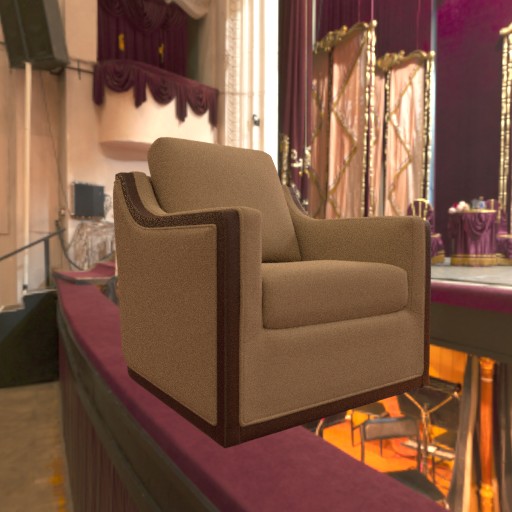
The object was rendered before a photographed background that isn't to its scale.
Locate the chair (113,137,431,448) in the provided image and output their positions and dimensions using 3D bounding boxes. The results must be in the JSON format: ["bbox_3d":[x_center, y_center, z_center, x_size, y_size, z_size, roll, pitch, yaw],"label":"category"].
[{"bbox_3d":[0.000,0.000,1.679,0.870,0.930,0.950,-1,2,-35],"label":"chair"}]
